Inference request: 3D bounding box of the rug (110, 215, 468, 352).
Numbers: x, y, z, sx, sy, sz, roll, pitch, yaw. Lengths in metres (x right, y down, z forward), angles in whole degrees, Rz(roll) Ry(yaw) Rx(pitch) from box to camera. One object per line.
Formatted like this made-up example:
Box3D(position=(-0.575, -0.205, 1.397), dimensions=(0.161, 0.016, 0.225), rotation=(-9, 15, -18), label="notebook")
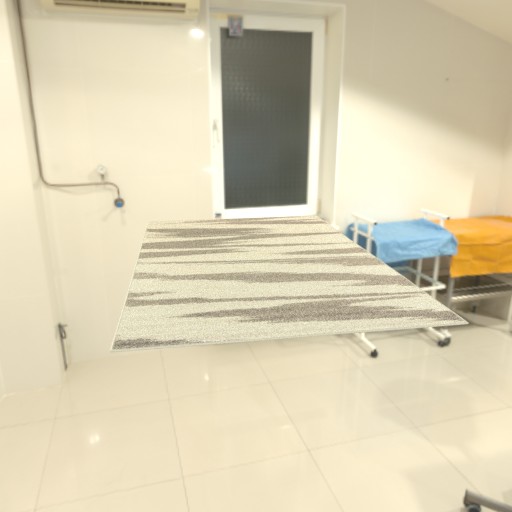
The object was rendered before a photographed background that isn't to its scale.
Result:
Box3D(position=(0.000, 0.000, 2.327), dimensions=(1.225, 0.008, 1.827), rotation=(-3, 18, -9), label="rug")
